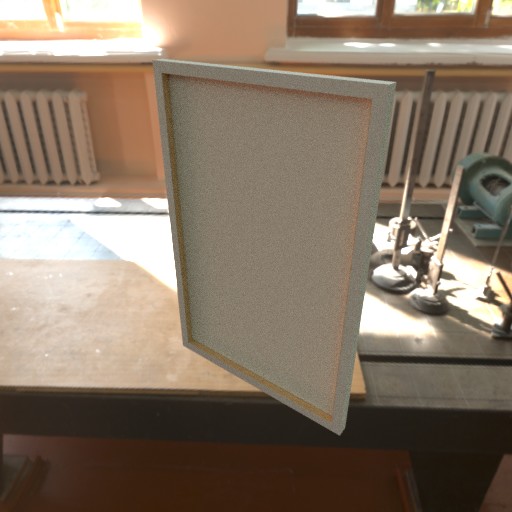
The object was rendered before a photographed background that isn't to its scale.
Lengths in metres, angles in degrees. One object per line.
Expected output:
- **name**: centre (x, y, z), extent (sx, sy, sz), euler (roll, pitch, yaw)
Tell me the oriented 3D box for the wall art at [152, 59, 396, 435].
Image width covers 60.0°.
- **wall art**: centre (0.000, 0.000, 1.165), extent (0.607, 0.912, 0.038), euler (21, 36, 32)
